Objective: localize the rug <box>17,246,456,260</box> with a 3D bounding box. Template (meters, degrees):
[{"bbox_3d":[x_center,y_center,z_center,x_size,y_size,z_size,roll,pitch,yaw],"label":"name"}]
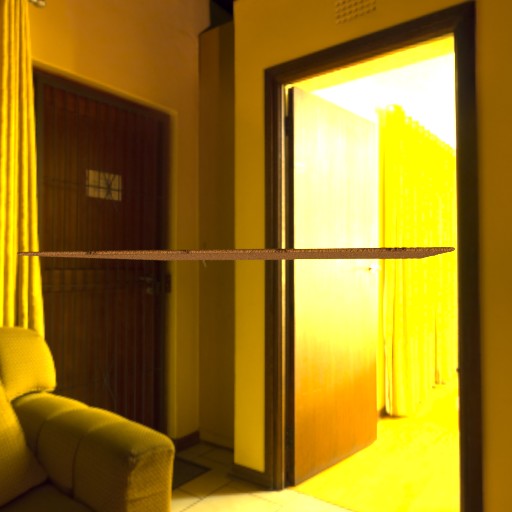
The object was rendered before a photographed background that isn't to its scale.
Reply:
[{"bbox_3d":[0.000,0.000,4.056,3.047,0.029,2.438,0,-2,17],"label":"rug"}]
